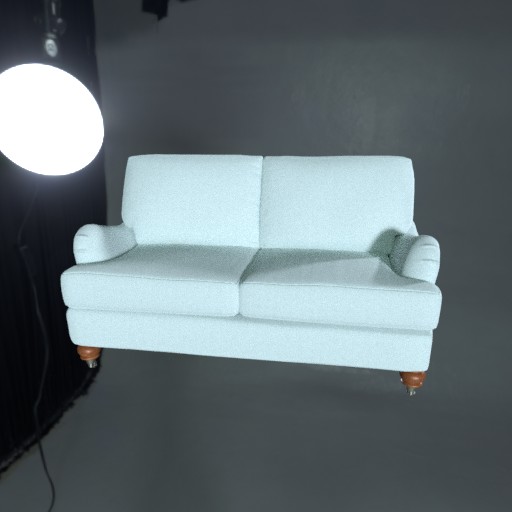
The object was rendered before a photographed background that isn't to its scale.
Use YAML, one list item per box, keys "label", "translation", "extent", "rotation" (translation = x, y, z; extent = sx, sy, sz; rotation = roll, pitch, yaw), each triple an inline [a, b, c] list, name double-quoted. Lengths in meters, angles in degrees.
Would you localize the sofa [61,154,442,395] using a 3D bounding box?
- label: "sofa"
  translation: [0.000, 0.000, 2.525]
  extent: [1.853, 1.101, 1.084]
  rotation: [2, 15, 9]
